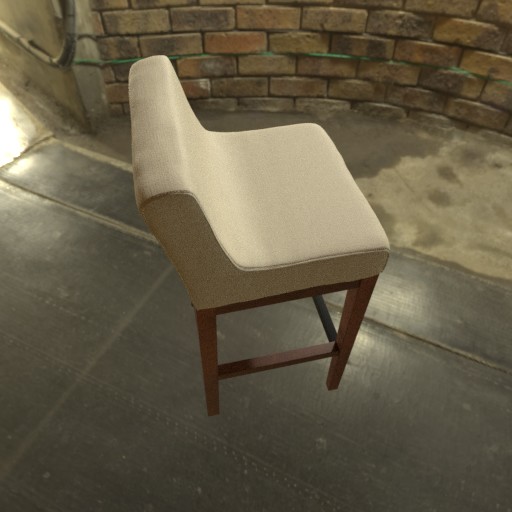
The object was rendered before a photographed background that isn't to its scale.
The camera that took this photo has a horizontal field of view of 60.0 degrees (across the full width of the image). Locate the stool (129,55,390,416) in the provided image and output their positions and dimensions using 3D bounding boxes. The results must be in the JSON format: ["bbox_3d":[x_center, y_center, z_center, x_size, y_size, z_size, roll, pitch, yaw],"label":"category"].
[{"bbox_3d":[0.000,0.000,1.223,0.500,0.937,0.511,-9,49,-8],"label":"stool"}]
